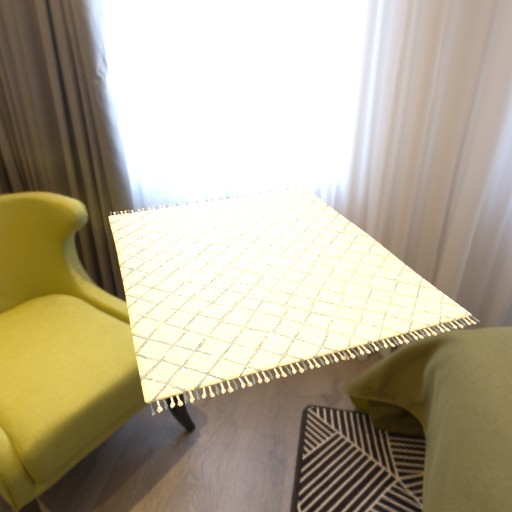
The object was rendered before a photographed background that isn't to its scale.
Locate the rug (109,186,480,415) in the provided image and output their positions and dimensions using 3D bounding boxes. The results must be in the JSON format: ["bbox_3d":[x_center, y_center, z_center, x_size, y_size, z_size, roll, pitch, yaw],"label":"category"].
[{"bbox_3d":[0.000,0.000,4.891,2.892,0.036,3.585,-10,31,-18],"label":"rug"}]
